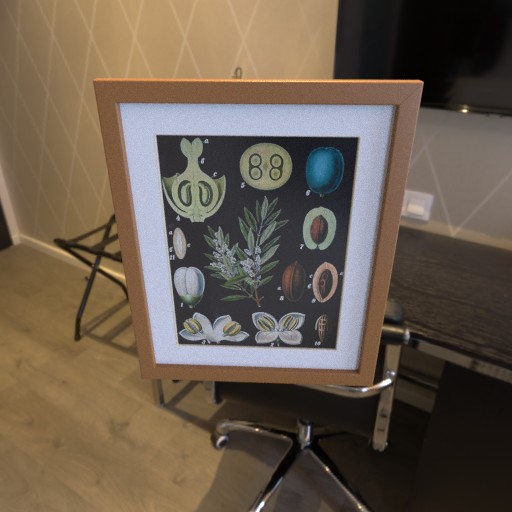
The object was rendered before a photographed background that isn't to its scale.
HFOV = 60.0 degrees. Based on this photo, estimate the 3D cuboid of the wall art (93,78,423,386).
[{"bbox_3d":[0.000,0.000,0.510,0.310,0.379,0.015,1,28,2],"label":"wall art"}]
